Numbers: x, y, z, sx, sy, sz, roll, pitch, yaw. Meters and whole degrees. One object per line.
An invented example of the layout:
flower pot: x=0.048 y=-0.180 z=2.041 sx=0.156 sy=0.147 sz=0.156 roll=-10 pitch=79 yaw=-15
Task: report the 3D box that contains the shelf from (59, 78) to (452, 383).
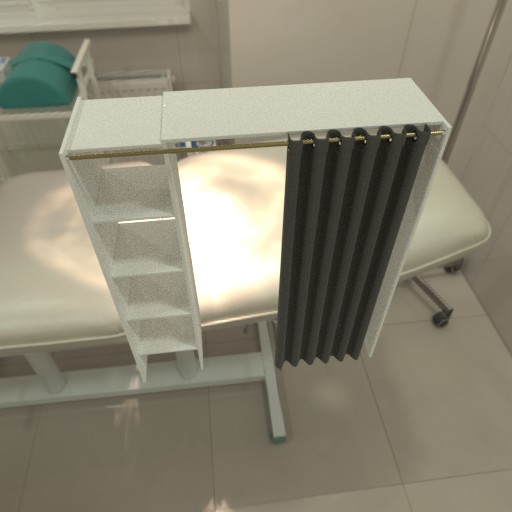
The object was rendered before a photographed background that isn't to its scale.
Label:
shelf: x=0.000 y=0.000 z=2.591 sx=1.600 sy=1.810 sz=0.500 roll=-5 pitch=46 yaw=-5
